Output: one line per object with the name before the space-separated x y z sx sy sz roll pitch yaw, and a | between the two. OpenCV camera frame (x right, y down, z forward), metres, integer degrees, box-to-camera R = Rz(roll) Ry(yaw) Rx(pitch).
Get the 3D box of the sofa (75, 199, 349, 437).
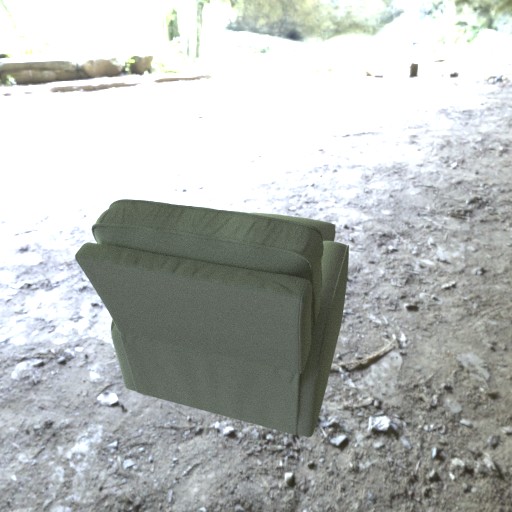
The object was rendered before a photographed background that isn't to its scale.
sofa | 0.000 0.000 2.078 0.861 0.959 1.472 9 32 15
